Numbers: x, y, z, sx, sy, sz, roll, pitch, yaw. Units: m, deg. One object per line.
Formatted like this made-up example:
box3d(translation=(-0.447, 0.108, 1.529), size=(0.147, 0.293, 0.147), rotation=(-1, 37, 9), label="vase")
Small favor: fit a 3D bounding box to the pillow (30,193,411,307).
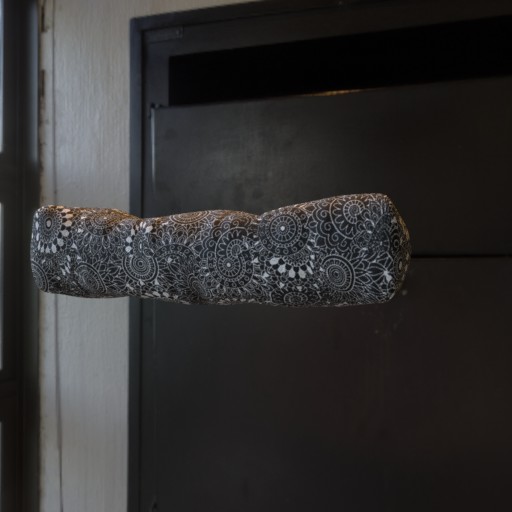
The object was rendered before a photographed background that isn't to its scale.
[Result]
box3d(translation=(0.000, 0.000, 0.715), size=(0.468, 0.128, 0.490), rotation=(0, -1, 18), label="pillow")
